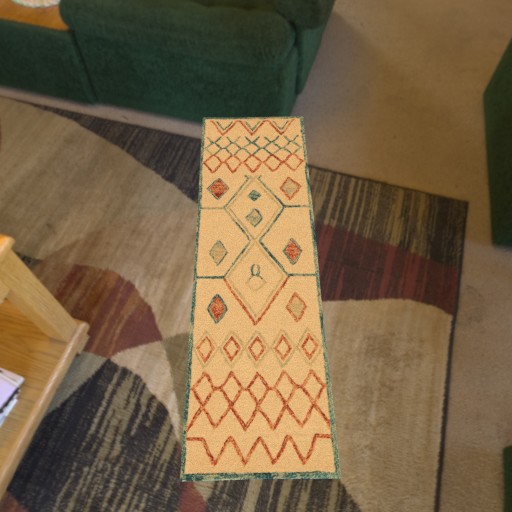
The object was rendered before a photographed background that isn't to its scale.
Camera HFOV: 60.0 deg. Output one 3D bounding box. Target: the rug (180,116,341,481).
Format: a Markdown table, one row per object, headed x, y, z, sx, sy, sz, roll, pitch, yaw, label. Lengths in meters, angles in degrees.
| x | y | z | sx | sy | sz | roll | pitch | yaw | label |
| --- | --- | --- | --- | --- | --- | --- | --- | --- | --- |
| 0.000 | 0.000 | 2.694 | 0.750 | 0.011 | 2.435 | -1 | 59 | -1 | rug |
